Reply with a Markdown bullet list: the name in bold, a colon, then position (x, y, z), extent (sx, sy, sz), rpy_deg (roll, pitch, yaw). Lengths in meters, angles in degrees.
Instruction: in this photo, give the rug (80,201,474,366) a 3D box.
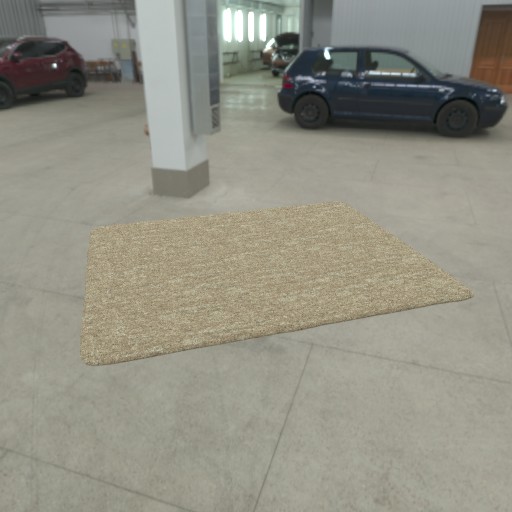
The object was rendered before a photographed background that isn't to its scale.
- **rug**: position (0.000, 0.000, 3.920), extent (2.873, 0.050, 2.242), rpy_deg (-8, 27, -15)
